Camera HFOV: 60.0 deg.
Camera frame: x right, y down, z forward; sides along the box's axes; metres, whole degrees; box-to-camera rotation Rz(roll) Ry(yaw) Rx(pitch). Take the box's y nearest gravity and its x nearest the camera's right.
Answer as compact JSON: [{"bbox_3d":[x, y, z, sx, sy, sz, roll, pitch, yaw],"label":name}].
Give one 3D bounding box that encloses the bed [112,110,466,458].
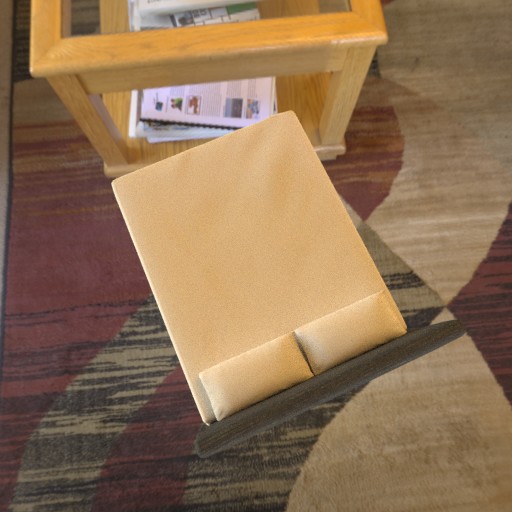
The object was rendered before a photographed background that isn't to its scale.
[{"bbox_3d":[0.000,0.000,3.284,1.723,1.330,2.142,-23,76,-6],"label":"bed"}]
